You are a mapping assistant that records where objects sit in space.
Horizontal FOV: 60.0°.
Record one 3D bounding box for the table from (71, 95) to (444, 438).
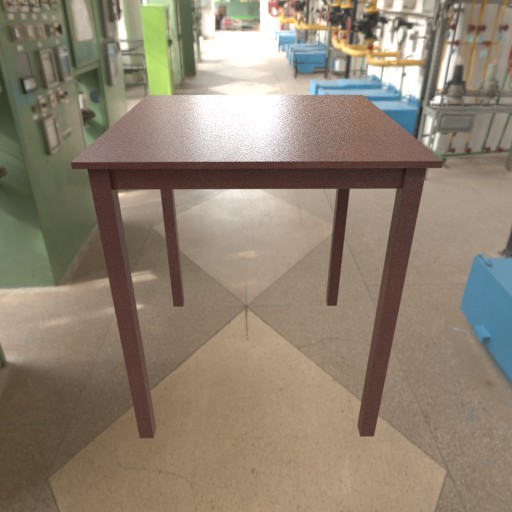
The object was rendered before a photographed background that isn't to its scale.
[{"bbox_3d":[0.000,0.000,1.642,0.861,0.991,0.861,0,30,0],"label":"table"}]
